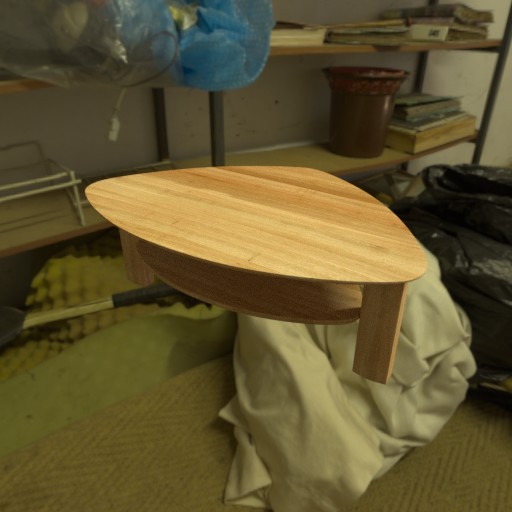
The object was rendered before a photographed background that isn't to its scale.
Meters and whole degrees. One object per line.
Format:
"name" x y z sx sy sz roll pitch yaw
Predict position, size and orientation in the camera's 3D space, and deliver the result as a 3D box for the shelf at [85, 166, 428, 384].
"shelf" 0.000 0.000 1.640 1.240 0.439 0.863 17 33 29
